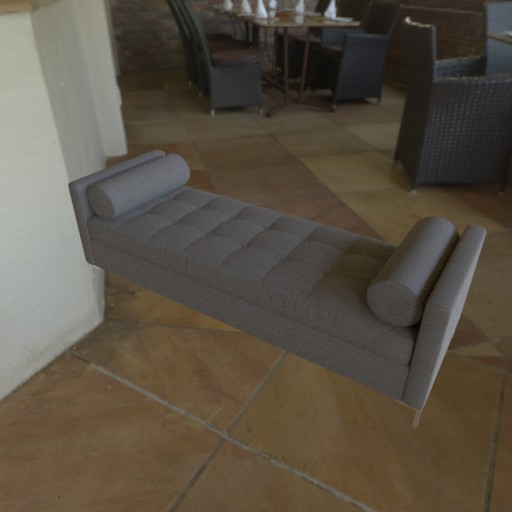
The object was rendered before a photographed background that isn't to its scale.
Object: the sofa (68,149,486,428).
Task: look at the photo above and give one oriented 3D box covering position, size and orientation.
[{"bbox_3d":[0.000,0.000,2.313,1.981,0.635,0.686,19,36,28],"label":"sofa"}]
